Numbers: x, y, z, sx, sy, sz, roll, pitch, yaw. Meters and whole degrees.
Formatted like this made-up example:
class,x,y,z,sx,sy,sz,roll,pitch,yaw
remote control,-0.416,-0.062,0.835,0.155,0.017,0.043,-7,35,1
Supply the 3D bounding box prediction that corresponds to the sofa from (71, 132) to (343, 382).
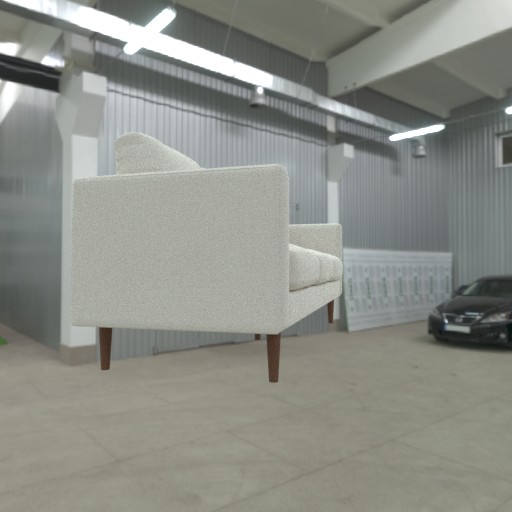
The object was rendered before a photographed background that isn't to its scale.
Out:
class,x,y,z,sx,sy,sz,roll,pitch,yaw
sofa,0.000,0.000,2.432,0.802,0.912,2.029,0,-2,16
